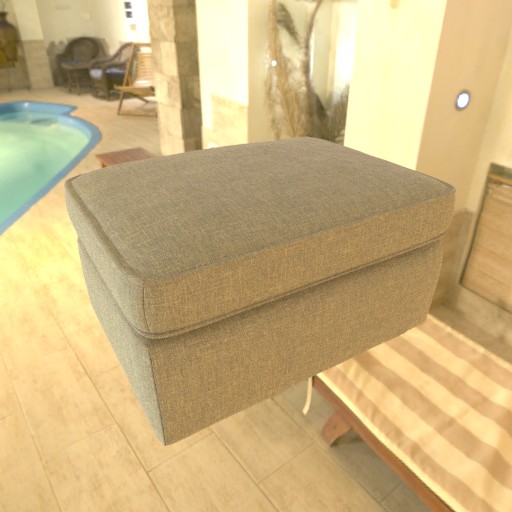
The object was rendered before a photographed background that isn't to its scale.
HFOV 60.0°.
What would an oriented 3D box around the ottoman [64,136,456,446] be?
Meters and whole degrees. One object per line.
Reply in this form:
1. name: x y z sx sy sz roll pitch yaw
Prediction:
1. ottoman: 0.000 0.000 1.093 0.762 0.457 0.559 -17 34 -27
